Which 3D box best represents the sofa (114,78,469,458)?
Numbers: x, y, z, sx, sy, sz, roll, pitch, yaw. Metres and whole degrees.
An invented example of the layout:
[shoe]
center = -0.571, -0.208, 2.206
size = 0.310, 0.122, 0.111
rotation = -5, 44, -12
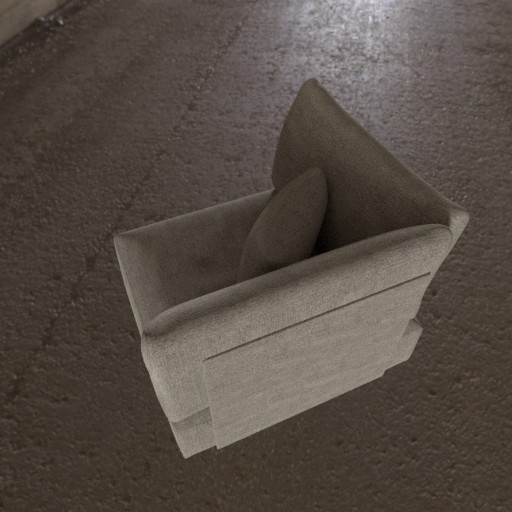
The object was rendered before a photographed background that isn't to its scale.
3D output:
[sofa]
center = 0.000, 0.000, 1.701
size = 1.000, 0.820, 1.000
rotation = -18, 50, -16
